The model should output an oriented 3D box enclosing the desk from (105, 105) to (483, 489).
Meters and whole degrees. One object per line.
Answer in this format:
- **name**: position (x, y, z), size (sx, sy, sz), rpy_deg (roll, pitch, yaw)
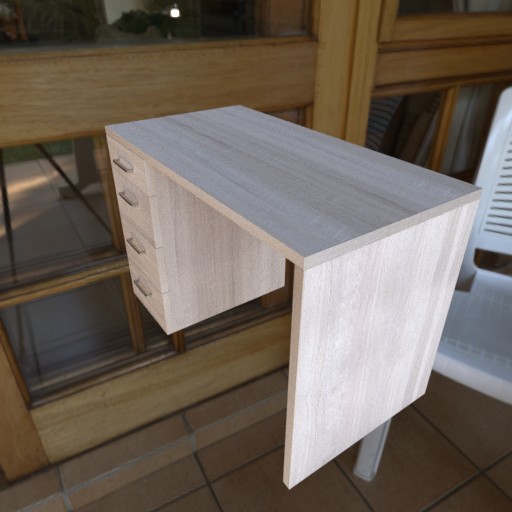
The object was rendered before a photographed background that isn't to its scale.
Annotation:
- **desk**: position (0.000, 0.000, 1.522), size (0.600, 0.731, 1.100), rpy_deg (-20, 37, -29)
